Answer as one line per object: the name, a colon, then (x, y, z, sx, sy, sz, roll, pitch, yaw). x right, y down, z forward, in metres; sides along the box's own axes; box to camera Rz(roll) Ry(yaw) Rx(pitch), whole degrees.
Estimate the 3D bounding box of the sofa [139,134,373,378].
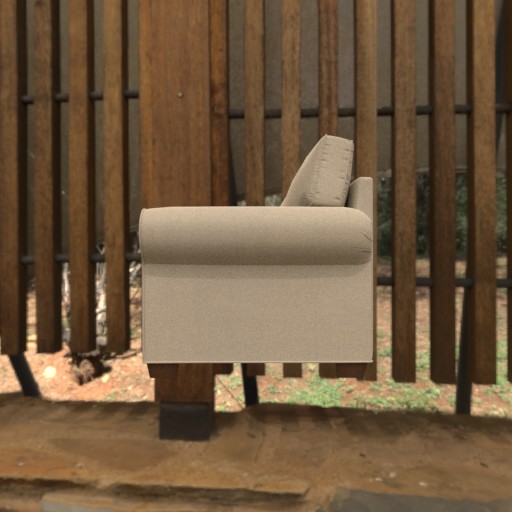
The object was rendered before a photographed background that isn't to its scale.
sofa: (0.000, 0.000, 2.691, 0.901, 0.962, 2.146, 0, -1, 0)
